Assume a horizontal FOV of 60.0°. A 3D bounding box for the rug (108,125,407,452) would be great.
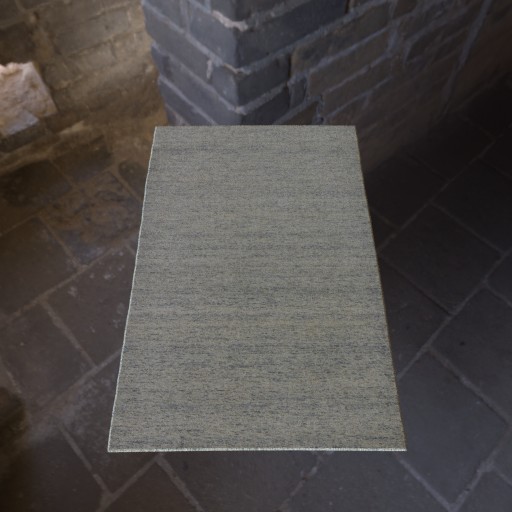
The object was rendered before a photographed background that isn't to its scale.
[{"bbox_3d":[0.000,0.000,2.790,1.523,0.017,2.263,0,60,0],"label":"rug"}]
